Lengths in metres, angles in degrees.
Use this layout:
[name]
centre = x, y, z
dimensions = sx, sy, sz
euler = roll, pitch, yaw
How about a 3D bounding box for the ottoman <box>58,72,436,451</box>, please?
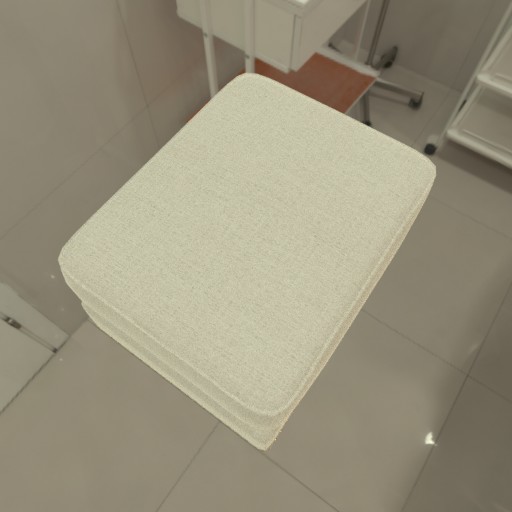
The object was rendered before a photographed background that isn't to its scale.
[ottoman]
centre = 0.000, 0.000, 1.151
dimensions = 0.589, 0.537, 0.738
euler = 32, 67, 15
